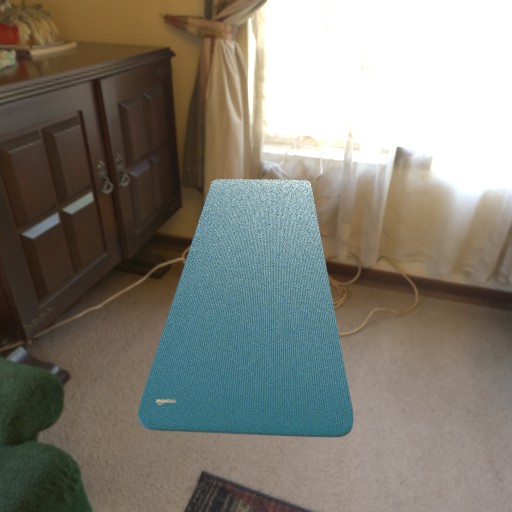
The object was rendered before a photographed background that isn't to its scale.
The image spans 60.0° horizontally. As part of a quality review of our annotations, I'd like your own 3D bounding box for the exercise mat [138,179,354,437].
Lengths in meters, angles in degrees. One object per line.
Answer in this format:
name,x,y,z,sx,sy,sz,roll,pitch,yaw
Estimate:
exercise mat,0.000,0.000,2.011,0.616,0.021,1.869,1,31,2
